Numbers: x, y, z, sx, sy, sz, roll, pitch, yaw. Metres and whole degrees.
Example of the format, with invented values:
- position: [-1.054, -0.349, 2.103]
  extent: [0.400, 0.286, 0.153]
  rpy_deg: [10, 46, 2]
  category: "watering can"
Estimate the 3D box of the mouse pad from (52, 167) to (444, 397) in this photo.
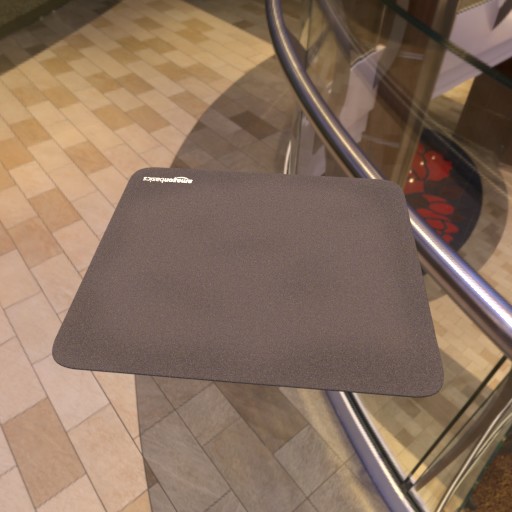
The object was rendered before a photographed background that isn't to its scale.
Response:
- position: [0.000, 0.000, 0.432]
  extent: [0.315, 0.002, 0.269]
  rpy_deg: [4, 47, 3]
  category: "mouse pad"
